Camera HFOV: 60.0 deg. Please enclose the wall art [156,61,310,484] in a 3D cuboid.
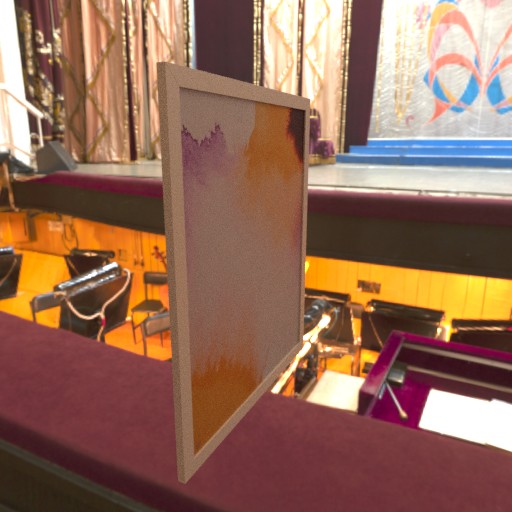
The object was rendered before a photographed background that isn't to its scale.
[{"bbox_3d":[0.000,0.000,0.772,0.012,0.557,0.482,7,16,25],"label":"wall art"}]
